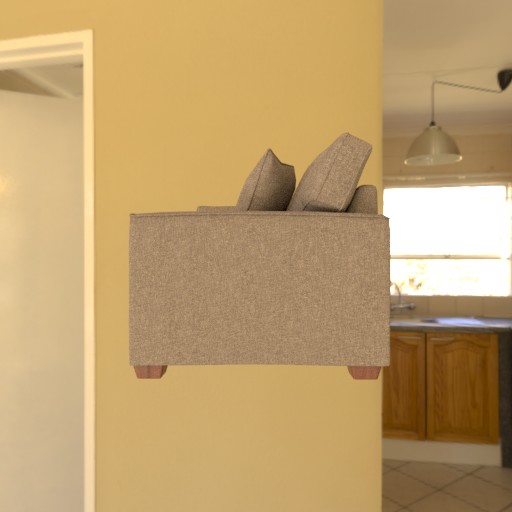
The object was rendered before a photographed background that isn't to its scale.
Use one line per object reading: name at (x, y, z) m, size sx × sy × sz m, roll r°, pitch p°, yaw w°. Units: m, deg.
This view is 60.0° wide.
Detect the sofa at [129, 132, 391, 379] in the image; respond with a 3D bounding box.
sofa at (0.000, 0.000, 2.829) m, size 1.061 × 0.962 × 2.317 m, roll 0°, pitch 0°, yaw 1°
